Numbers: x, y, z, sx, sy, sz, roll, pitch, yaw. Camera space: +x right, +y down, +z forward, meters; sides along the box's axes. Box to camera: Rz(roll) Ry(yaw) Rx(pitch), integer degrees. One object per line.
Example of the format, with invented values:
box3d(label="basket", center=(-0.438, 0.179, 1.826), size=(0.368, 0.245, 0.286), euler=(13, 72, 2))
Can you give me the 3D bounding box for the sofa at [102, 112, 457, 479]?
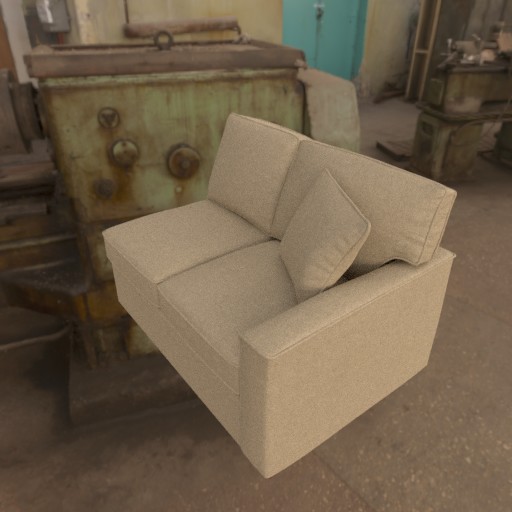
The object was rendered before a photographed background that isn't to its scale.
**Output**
box3d(label="sofa", center=(0.000, 0.000, 2.053), size=(0.991, 0.989, 1.388), euler=(-21, 36, -31))
